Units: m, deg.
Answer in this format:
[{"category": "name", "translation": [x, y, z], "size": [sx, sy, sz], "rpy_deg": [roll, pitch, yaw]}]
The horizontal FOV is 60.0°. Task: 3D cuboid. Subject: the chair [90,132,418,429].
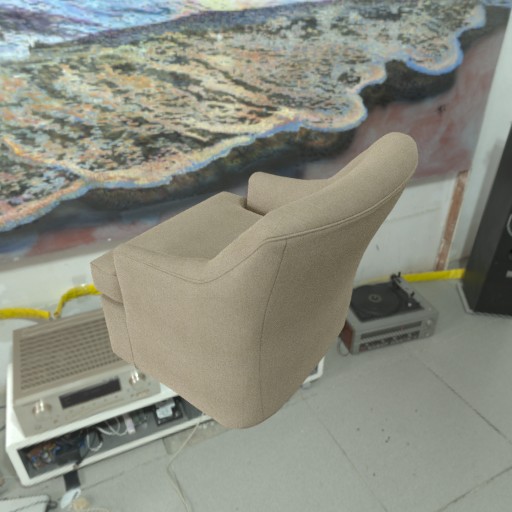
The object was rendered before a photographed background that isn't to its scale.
[{"category": "chair", "translation": [0.000, 0.000, 1.583], "size": [0.923, 0.856, 0.864], "rpy_deg": [20, 37, 29]}]
